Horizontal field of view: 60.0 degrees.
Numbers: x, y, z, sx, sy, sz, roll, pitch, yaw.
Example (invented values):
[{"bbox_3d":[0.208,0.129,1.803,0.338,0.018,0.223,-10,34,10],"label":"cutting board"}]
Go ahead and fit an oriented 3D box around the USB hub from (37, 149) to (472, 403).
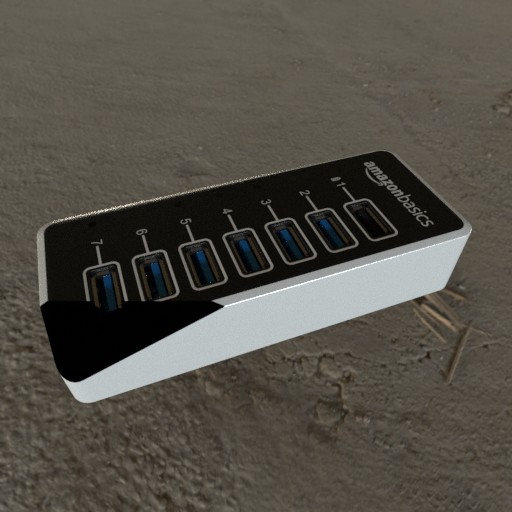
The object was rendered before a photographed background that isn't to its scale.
[{"bbox_3d":[0.000,0.000,0.126,0.110,0.023,0.044,-15,48,-14],"label":"USB hub"}]
